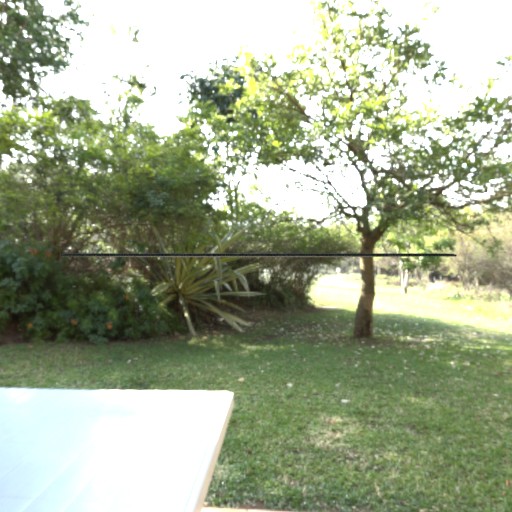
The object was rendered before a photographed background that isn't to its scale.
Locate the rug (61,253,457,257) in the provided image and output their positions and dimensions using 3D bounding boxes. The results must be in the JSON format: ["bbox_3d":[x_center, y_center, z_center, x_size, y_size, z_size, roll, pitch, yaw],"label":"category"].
[{"bbox_3d":[0.000,0.000,2.853,1.567,0.014,2.207,0,0,-1],"label":"rug"}]
